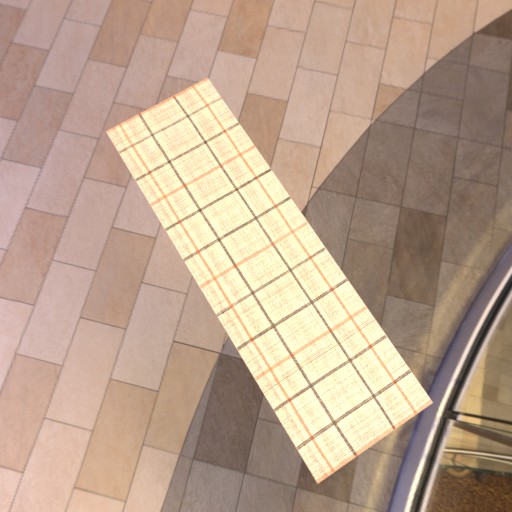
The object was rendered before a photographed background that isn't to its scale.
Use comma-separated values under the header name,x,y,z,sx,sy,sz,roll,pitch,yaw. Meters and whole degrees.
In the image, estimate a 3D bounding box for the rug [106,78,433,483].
name,x,y,z,sx,sy,sz,roll,pitch,yaw
rug,0.000,0.000,2.646,0.762,0.008,2.439,-31,77,-8
